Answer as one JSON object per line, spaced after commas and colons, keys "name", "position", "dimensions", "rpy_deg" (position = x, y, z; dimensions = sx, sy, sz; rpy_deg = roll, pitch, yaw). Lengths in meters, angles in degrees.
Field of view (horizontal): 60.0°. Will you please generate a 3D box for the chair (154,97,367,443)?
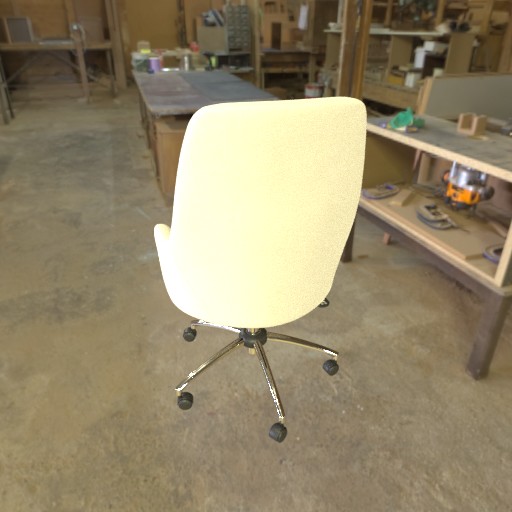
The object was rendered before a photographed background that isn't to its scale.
{"name": "chair", "position": [0.000, 0.000, 1.445], "dimensions": [0.620, 1.049, 0.640], "rpy_deg": [-9, 30, -15]}
